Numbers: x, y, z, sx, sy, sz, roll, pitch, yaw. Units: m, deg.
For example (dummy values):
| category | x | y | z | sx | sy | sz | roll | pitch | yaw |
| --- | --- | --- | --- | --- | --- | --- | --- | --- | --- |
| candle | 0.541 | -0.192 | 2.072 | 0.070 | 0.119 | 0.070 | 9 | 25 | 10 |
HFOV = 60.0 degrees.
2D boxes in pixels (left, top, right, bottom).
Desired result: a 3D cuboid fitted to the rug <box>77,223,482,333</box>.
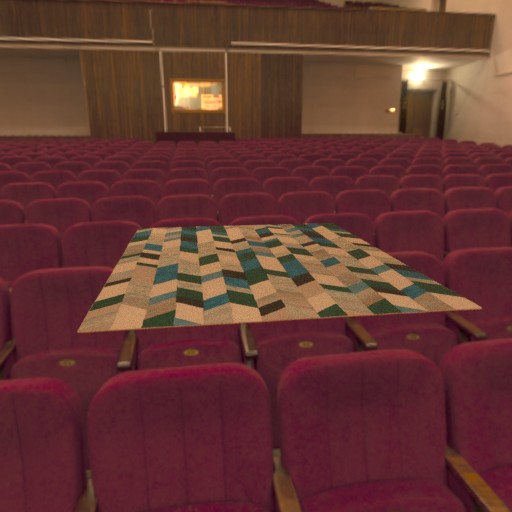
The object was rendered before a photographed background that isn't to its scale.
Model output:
| category | x | y | z | sx | sy | sz | roll | pitch | yaw |
| --- | --- | --- | --- | --- | --- | --- | --- | --- | --- |
| rug | 0.000 | 0.000 | 4.056 | 2.440 | 0.008 | 3.036 | -2 | 15 | -8 |
